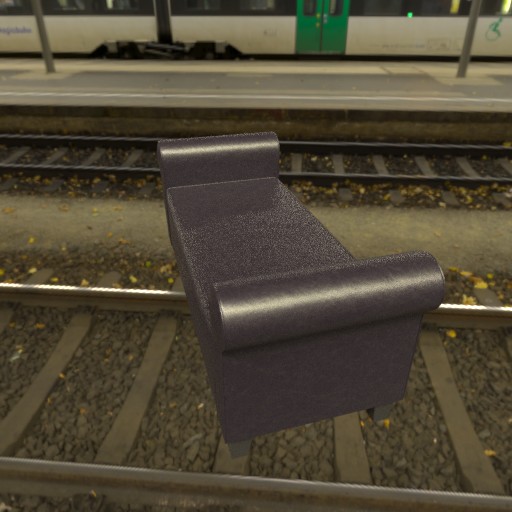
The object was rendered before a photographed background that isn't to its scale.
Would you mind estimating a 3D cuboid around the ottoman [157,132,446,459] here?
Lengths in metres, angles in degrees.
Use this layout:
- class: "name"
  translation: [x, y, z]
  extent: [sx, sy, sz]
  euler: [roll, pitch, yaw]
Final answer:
- class: "ottoman"
  translation: [0.000, 0.000, 1.541]
  extent: [0.521, 0.547, 1.256]
  euler: [-8, 31, -14]
